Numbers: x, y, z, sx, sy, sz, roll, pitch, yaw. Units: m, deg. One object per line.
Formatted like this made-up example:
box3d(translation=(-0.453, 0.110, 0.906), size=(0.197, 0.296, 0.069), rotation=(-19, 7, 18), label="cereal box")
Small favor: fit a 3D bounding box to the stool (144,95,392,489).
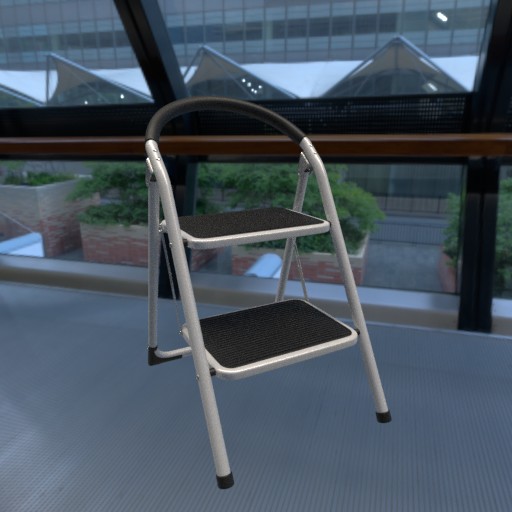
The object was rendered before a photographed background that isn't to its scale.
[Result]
box3d(translation=(0.000, 0.000, 1.082), size=(0.453, 0.760, 0.559), rotation=(-9, 19, -27), label="stool")
